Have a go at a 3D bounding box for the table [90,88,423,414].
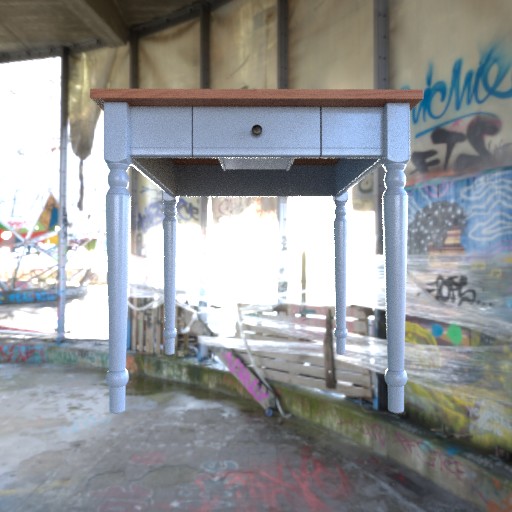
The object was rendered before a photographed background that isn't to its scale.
[{"bbox_3d":[0.000,0.000,1.360,0.747,0.738,0.747,0,-1,0],"label":"table"}]
